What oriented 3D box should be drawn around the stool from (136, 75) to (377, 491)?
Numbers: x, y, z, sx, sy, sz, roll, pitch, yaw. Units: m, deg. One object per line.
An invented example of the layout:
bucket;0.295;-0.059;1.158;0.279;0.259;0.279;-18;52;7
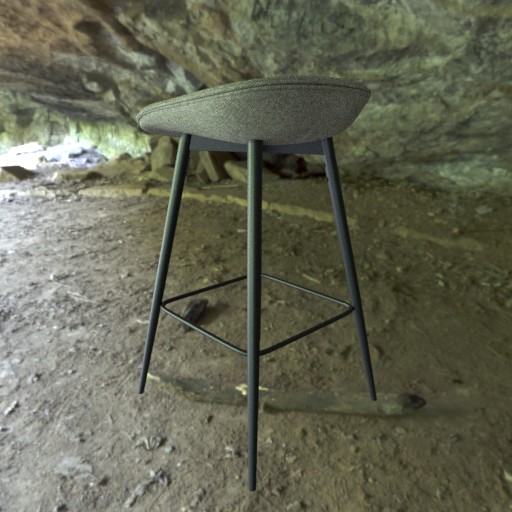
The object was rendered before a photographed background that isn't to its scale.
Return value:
stool;0.000;0.000;1.113;0.469;0.814;0.480;-15;23;-41
